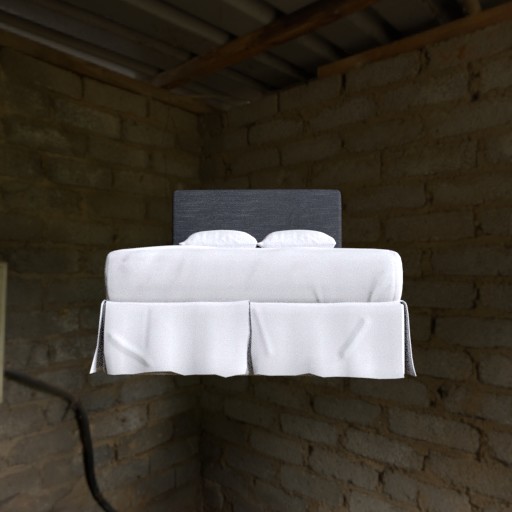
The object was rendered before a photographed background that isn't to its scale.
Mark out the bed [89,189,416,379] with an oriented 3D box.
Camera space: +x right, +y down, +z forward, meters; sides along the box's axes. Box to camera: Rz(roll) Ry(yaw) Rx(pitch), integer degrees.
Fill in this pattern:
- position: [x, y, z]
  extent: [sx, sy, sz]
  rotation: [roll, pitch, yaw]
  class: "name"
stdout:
- position: [0.000, 0.000, 3.348]
  extent: [1.723, 1.330, 2.142]
  rotation: [0, -1, 2]
  class: "bed"
